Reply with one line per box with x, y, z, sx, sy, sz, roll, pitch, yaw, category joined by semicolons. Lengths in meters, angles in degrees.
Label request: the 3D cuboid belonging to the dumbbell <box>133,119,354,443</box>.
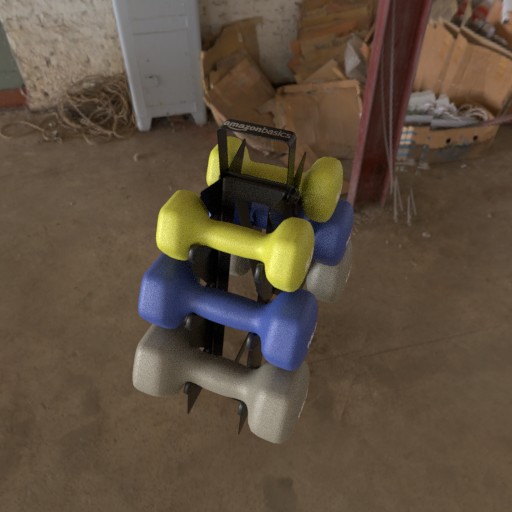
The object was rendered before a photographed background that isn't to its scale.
0.000;0.000;0.680;0.261;0.426;0.416;16;47;15;dumbbell
